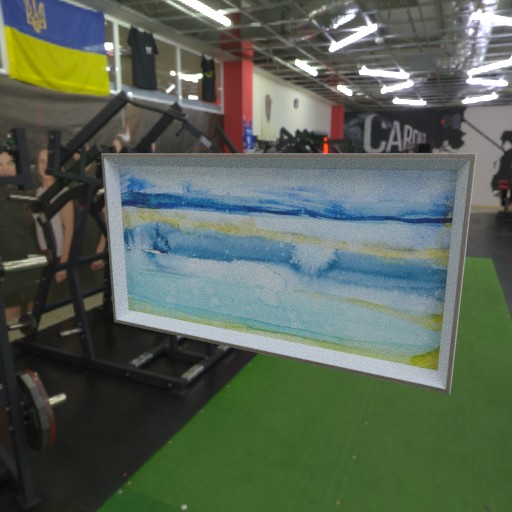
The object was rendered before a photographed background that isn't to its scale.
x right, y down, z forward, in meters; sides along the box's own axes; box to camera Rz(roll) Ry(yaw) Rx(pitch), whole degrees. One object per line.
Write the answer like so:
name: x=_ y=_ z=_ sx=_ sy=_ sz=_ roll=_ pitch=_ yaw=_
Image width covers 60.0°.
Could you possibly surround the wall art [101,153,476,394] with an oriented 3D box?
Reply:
wall art: x=0.000 y=0.000 z=0.956 sx=0.812 sy=0.431 sz=0.038 roll=6 pitch=14 yaw=26
